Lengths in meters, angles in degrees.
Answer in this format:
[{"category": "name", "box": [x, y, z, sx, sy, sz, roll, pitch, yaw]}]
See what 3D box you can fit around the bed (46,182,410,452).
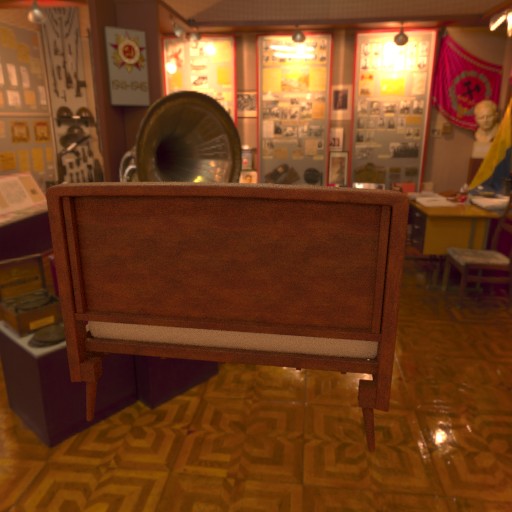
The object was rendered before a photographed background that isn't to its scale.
[{"category": "bed", "box": [0.000, 0.000, 3.092, 1.587, 1.275, 2.196, 3, 17, 9]}]
